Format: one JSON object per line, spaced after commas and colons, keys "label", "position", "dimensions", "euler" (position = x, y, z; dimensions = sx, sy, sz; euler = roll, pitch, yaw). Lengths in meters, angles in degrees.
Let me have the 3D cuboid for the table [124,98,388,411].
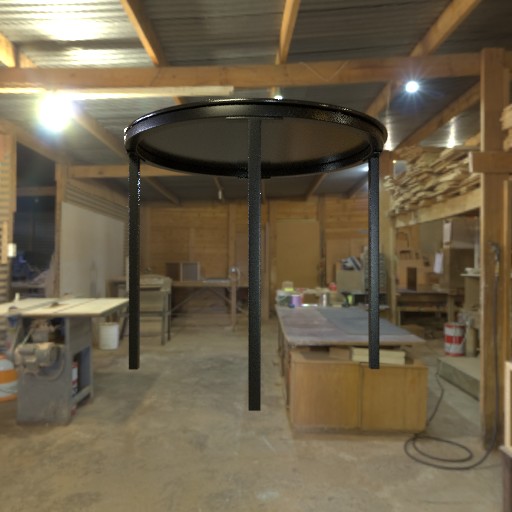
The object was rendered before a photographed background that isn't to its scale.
{"label": "table", "position": [0.000, 0.000, 0.873], "dimensions": [0.499, 0.443, 0.499], "euler": [0, 0, 0]}
